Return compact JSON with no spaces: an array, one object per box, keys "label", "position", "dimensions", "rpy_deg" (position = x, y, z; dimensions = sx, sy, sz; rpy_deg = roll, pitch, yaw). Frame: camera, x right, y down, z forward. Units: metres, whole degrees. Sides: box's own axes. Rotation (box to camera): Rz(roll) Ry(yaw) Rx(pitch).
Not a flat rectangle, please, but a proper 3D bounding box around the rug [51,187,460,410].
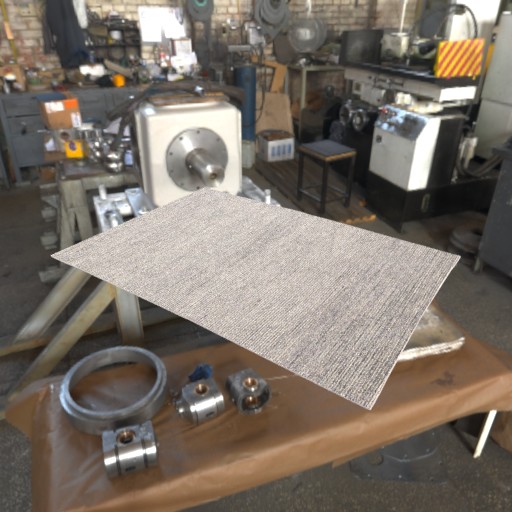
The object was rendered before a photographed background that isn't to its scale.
[{"label":"rug","position":[0.000,0.000,3.017],"dimensions":[2.307,0.030,1.604],"rpy_deg":[19,35,30]}]
